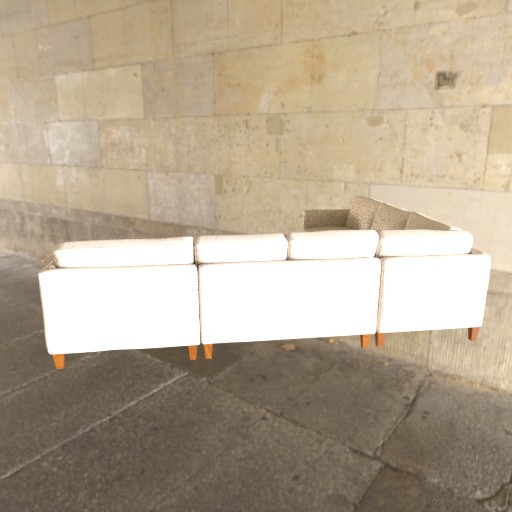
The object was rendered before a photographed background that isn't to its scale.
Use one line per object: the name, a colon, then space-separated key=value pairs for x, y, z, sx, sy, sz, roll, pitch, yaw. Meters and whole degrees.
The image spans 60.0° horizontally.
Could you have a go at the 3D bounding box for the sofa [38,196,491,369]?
sofa: x=0.000 y=0.000 z=4.565 sx=3.460 sy=0.961 sz=2.594 roll=-2 pitch=15 yaw=-8
